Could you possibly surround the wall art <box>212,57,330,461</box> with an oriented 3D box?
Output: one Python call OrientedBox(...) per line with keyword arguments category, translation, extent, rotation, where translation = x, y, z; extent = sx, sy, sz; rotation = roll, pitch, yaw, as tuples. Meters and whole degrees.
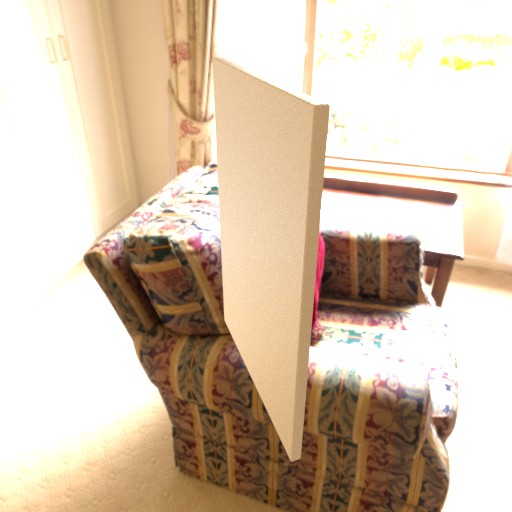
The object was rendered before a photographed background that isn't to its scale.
OrientedBox(category="wall art", translation=(0.000, 0.000, 1.544), extent=(0.038, 1.183, 0.808), rotation=(-11, 33, -17))
